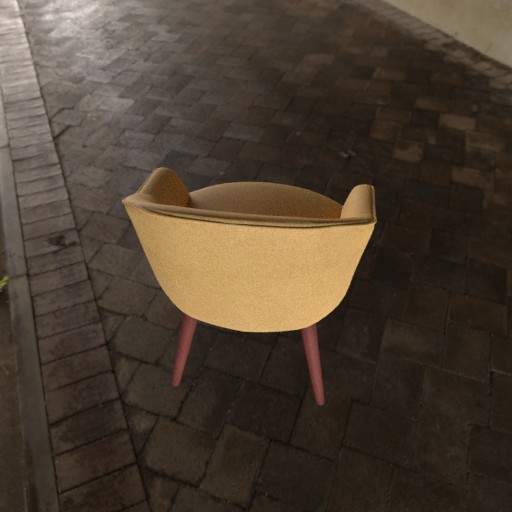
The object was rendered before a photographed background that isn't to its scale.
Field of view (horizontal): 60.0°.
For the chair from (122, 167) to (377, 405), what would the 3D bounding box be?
[{"bbox_3d":[0.000,0.000,1.247,0.596,0.823,0.635,6,47,5],"label":"chair"}]
